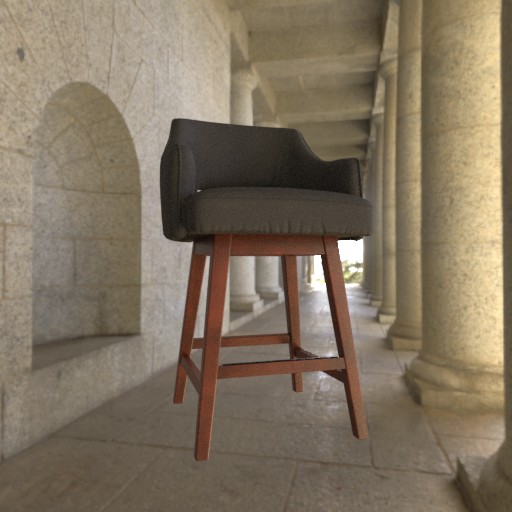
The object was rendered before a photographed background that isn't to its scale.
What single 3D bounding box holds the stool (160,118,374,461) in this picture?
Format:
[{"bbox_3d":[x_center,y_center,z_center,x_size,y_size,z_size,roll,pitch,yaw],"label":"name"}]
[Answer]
[{"bbox_3d":[0.000,0.000,1.283,0.548,0.912,0.558,0,-1,-17],"label":"stool"}]
